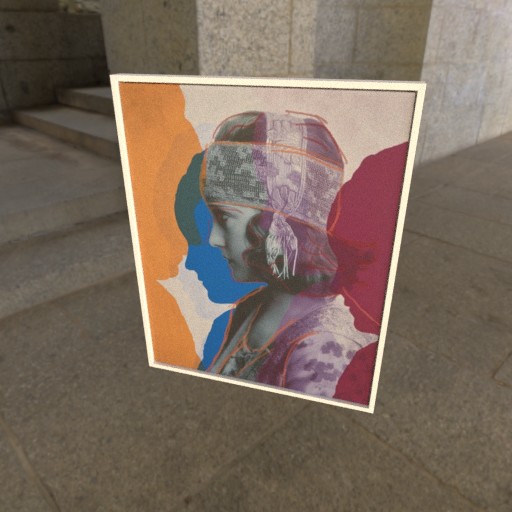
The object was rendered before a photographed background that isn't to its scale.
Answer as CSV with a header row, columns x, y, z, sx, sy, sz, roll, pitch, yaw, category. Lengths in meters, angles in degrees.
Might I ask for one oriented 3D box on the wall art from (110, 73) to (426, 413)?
x,y,z,sx,sy,sz,roll,pitch,yaw,category
0.000,0.000,0.734,0.443,0.549,0.030,8,28,15,wall art
